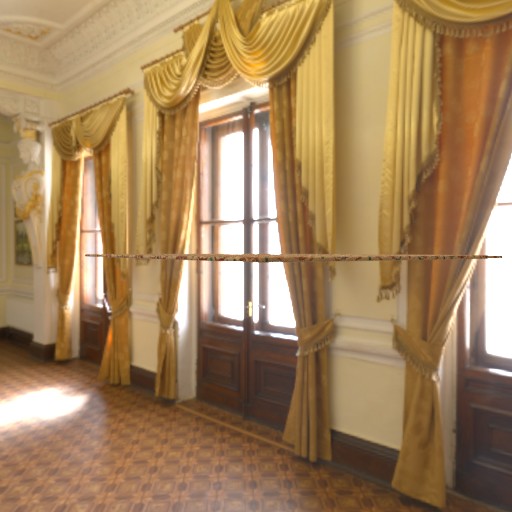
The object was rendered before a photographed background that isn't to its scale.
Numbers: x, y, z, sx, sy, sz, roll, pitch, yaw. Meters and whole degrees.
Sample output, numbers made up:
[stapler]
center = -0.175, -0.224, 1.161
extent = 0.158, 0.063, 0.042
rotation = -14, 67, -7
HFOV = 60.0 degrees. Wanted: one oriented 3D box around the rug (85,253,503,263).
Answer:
[rug]
center = 0.000, 0.000, 2.807
extent = 1.541, 0.018, 2.297
rotation = 0, 1, -34
